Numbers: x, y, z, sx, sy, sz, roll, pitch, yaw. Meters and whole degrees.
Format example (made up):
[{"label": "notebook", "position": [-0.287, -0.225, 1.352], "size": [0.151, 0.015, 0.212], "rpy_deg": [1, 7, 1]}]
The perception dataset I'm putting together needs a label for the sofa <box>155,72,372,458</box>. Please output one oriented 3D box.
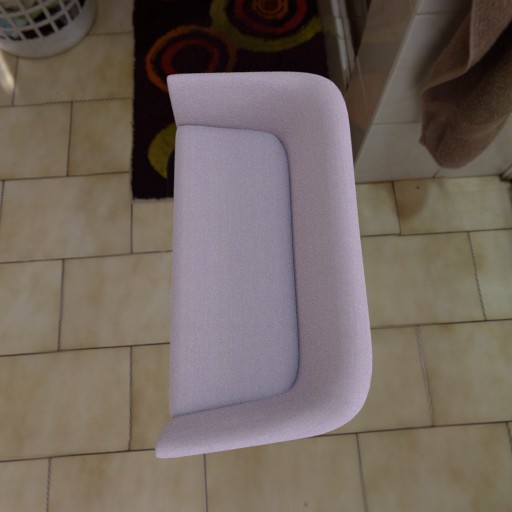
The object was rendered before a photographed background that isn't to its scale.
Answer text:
[{"label": "sofa", "position": [0.000, 0.000, 1.825], "size": [0.705, 0.721, 1.452], "rpy_deg": [-2, 74, 0]}]
